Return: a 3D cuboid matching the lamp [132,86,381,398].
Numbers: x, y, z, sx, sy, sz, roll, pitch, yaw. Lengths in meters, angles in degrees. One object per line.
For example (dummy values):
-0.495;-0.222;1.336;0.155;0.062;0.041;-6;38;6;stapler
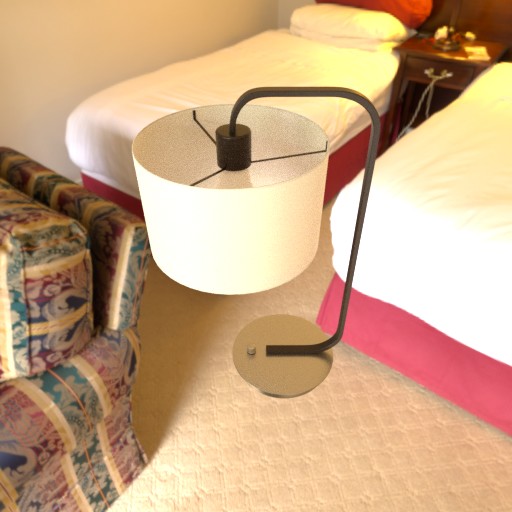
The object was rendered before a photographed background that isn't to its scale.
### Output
0.000;0.000;0.635;0.288;0.473;0.230;0;39;0;lamp
